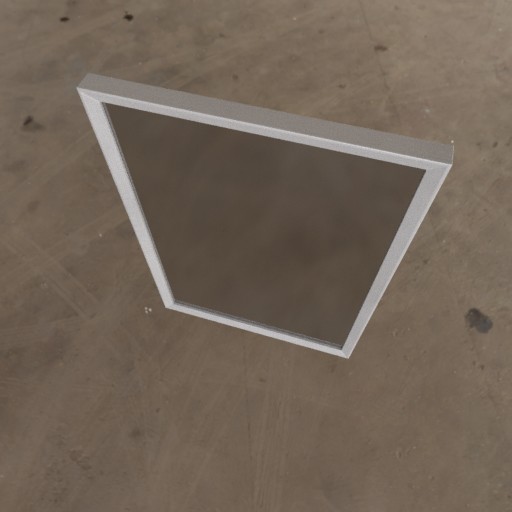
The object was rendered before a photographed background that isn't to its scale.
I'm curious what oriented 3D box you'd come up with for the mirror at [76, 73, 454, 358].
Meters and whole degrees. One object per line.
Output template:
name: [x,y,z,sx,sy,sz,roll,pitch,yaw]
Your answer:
mirror: [0.000,0.000,0.885,0.507,0.710,0.039,14,59,9]
